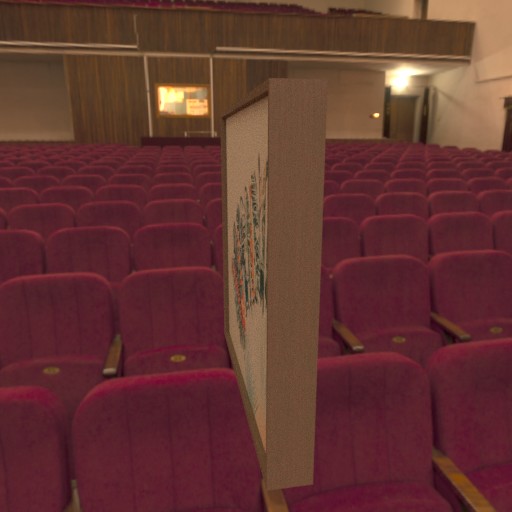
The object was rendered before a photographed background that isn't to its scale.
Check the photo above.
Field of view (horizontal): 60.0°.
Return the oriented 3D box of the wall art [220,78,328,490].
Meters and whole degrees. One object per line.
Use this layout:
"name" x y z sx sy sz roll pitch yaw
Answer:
"wall art" 0.000 0.000 0.460 0.038 0.303 0.304 -2 14 -10
